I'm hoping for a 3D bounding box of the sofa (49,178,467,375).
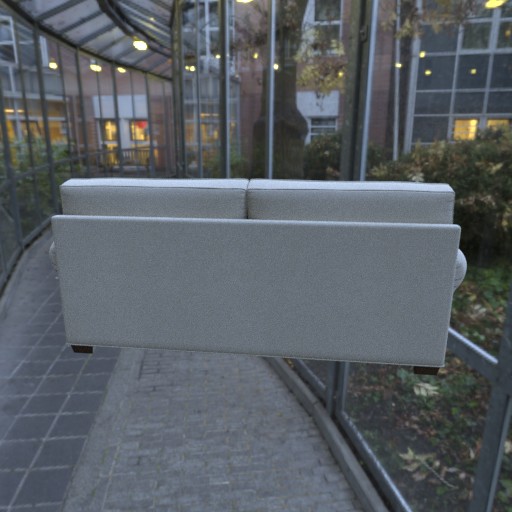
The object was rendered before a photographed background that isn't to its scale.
[{"bbox_3d":[0.000,0.000,2.627,2.146,0.962,0.901,2,16,7],"label":"sofa"}]
